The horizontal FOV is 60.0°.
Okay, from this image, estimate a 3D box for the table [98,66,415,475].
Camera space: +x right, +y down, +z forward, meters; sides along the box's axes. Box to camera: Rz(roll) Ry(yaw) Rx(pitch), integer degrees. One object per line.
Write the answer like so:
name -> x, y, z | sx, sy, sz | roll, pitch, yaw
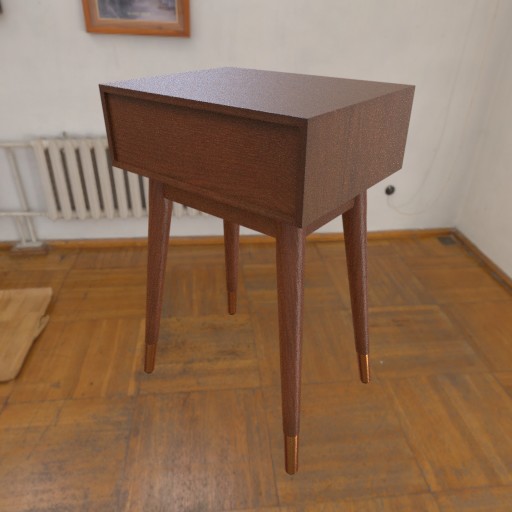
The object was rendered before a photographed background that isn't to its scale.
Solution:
table -> 0.000, 0.000, 0.821 | 0.406, 0.599, 0.300 | 22, 36, 33
